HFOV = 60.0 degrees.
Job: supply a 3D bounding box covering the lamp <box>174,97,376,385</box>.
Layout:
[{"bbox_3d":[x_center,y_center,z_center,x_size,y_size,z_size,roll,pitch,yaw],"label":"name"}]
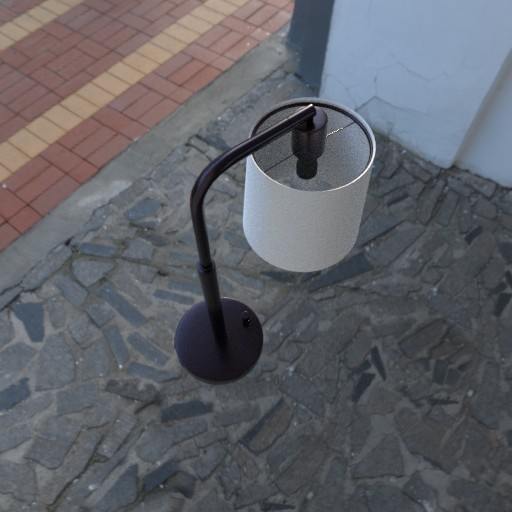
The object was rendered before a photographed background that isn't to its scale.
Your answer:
[{"bbox_3d":[0.000,0.000,0.657,0.333,0.489,0.171,-31,65,-17],"label":"lamp"}]
